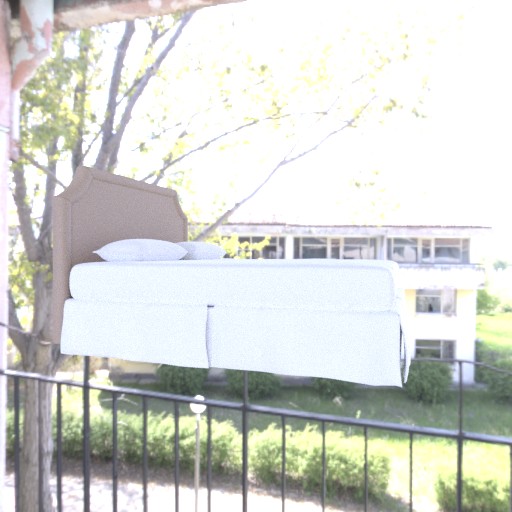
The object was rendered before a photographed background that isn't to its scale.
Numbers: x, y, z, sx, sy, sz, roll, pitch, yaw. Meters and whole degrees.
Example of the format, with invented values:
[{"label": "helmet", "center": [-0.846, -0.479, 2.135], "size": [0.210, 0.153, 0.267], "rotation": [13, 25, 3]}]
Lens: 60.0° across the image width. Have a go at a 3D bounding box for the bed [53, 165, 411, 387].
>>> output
[{"label": "bed", "center": [0.000, 0.000, 4.203], "size": [2.773, 1.590, 2.350], "rotation": [0, 0, 19]}]
